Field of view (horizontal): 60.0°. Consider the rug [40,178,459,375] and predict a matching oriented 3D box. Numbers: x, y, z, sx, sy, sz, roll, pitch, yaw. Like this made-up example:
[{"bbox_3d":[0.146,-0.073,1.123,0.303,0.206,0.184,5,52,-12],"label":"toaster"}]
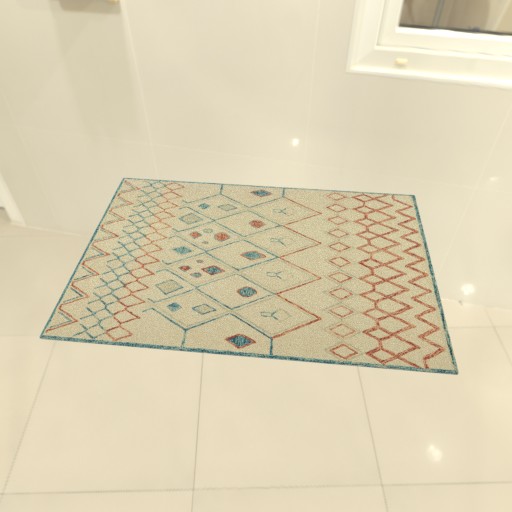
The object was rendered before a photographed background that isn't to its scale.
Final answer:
[{"bbox_3d":[0.000,0.000,2.344,1.829,0.016,1.219,4,46,4],"label":"rug"}]
